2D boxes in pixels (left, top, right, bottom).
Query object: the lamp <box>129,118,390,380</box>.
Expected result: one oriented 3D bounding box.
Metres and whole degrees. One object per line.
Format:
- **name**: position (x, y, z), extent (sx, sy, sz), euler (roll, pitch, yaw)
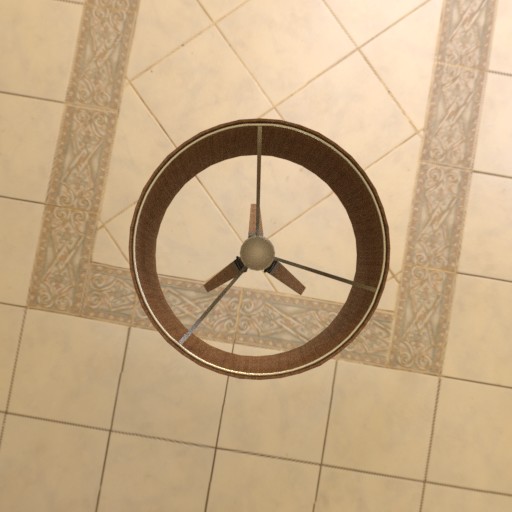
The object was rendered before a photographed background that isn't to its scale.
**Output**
- **lamp**: position (0.000, 0.000, 0.676), extent (0.290, 0.514, 0.290), euler (0, 88, -1)
